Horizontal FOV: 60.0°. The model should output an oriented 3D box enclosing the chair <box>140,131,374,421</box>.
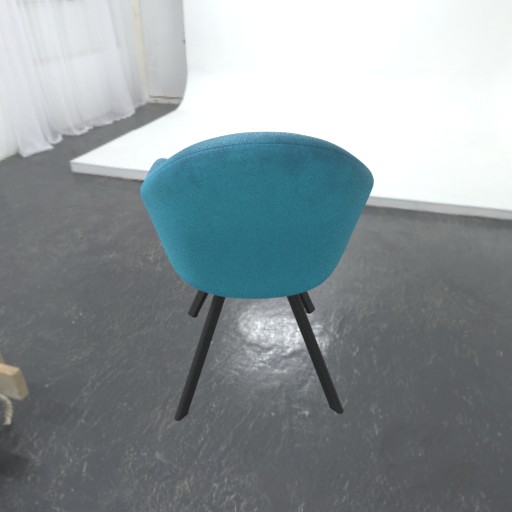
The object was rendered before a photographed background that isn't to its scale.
[{"bbox_3d":[0.000,0.000,1.176,0.540,0.780,0.570,-2,30,-3],"label":"chair"}]
